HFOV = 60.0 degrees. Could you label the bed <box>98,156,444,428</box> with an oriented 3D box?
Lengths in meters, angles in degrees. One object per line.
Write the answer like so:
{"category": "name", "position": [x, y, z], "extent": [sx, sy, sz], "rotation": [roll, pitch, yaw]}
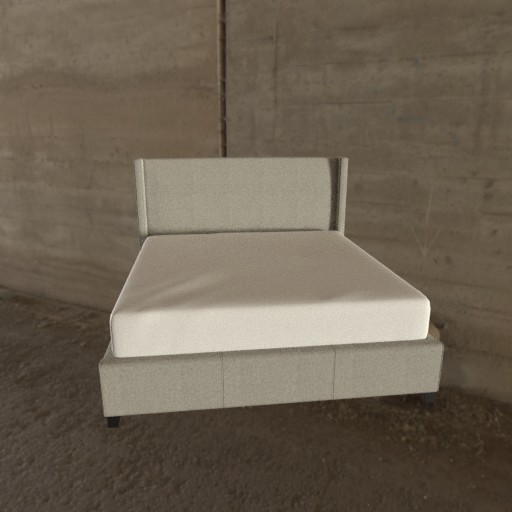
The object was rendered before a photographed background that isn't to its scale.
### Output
{"category": "bed", "position": [0.000, 0.000, 3.678], "extent": [2.140, 1.470, 2.280], "rotation": [-2, 16, -7]}
